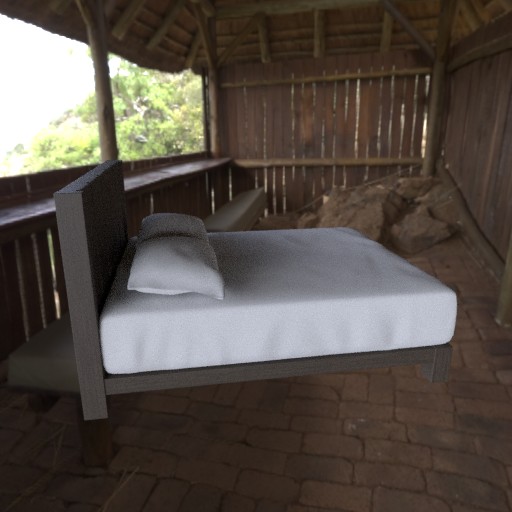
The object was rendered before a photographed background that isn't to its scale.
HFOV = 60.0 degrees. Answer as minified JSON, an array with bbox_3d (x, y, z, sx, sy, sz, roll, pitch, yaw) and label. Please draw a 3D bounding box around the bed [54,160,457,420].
[{"bbox_3d":[0.000,0.000,3.277,2.242,1.270,1.727,-3,18,-9],"label":"bed"}]
